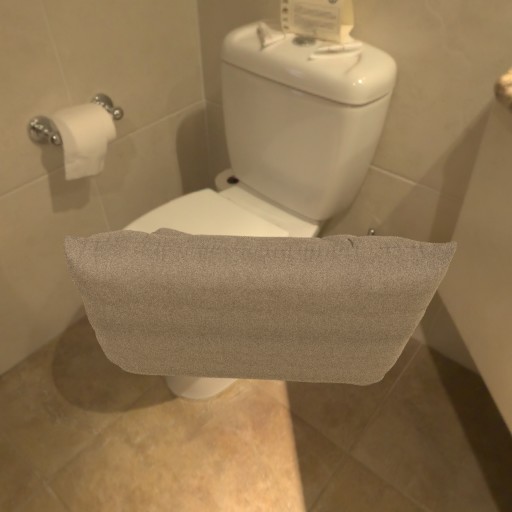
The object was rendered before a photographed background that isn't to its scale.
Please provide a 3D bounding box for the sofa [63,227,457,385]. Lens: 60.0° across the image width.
[{"bbox_3d":[0.000,0.000,1.753,1.144,0.795,0.847,2,44,2],"label":"sofa"}]
